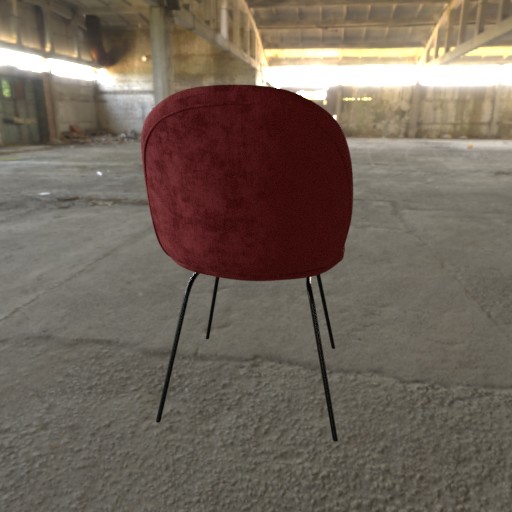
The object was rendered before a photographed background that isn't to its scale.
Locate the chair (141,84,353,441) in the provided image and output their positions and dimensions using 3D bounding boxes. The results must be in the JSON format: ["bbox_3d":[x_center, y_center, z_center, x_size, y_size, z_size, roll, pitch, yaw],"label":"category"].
[{"bbox_3d":[0.000,0.000,1.147,0.458,0.791,0.587,3,17,9],"label":"chair"}]
